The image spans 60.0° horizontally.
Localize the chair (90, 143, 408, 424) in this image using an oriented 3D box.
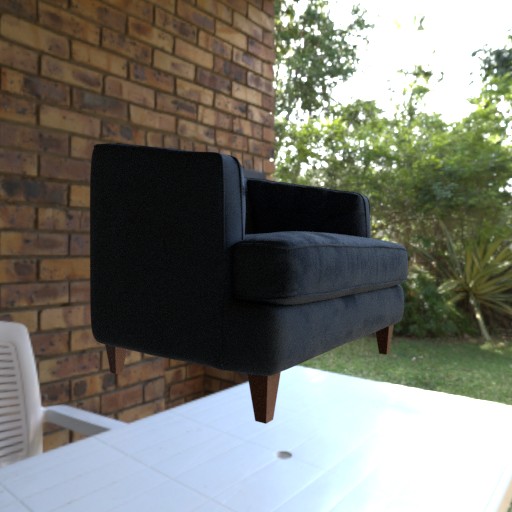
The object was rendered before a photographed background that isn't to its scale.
[{"bbox_3d":[0.000,0.000,1.744,0.940,0.852,1.094,0,0,35],"label":"chair"}]
